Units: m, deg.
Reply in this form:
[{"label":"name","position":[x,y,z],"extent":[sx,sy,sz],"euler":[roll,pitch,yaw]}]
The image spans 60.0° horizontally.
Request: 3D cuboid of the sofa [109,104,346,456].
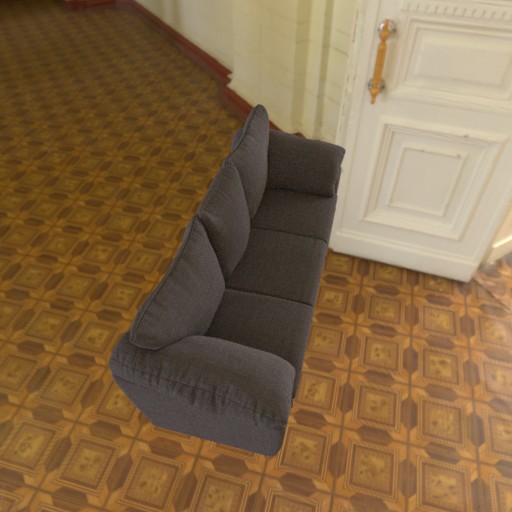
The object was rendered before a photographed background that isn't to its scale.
[{"label":"sofa","position":[0.000,0.000,2.904],"extent":[0.883,1.080,2.336],"euler":[10,46,10]}]
